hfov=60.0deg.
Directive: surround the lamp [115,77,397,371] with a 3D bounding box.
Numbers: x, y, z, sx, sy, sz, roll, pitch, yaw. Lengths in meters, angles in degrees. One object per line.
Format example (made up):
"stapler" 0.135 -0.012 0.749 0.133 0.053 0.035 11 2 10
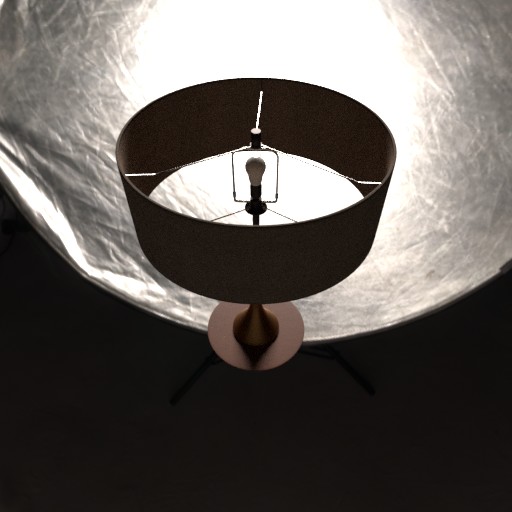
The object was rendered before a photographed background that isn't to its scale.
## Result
"lamp" 0.000 0.000 0.864 0.417 0.551 0.396 1 47 1
